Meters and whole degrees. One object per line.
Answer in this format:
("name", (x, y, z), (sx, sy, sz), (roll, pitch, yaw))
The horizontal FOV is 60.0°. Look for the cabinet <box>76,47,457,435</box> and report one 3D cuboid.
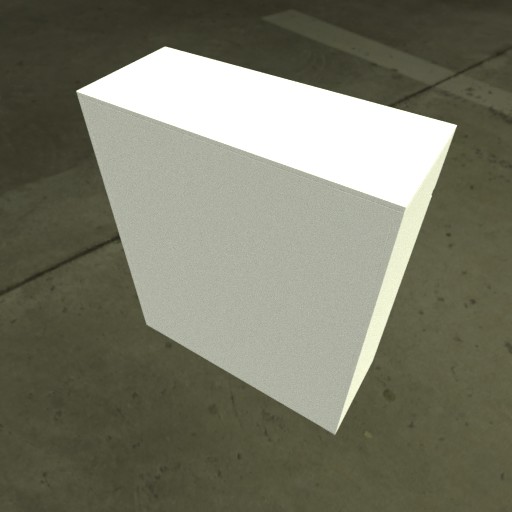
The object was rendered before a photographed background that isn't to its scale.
("cabinet", (0.000, 0.000, 1.662), (1.000, 1.190, 0.400), (24, 51, 22))
